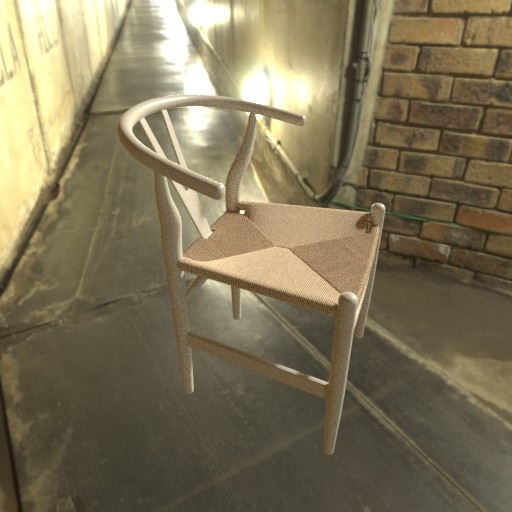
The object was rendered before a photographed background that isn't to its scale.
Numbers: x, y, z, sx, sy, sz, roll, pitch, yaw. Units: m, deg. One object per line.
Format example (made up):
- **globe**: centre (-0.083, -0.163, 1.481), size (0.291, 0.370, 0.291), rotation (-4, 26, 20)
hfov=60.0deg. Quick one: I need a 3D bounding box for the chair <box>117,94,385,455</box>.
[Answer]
- **chair**: centre (0.000, 0.000, 1.142), size (0.579, 0.730, 0.569), rotation (11, 32, 18)
